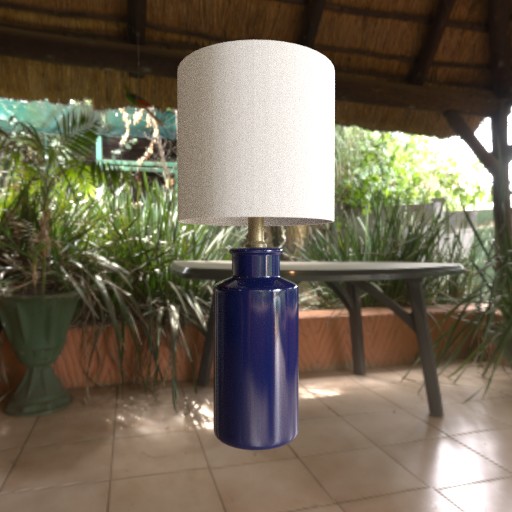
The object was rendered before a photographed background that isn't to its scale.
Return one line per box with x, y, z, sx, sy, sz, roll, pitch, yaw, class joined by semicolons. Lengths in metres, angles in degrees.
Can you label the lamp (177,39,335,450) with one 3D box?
0.000;0.000;0.610;0.212;0.493;0.212;0;1;-17;lamp
